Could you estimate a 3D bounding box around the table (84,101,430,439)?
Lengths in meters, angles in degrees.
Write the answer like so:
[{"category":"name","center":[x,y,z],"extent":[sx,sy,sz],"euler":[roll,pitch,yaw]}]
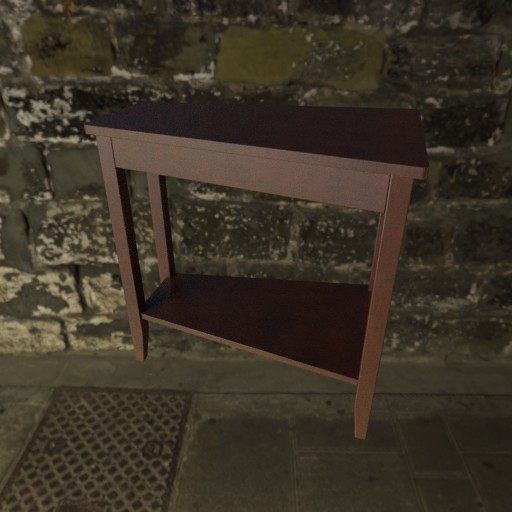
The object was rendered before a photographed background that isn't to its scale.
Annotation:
[{"category":"table","center":[0.000,0.000,0.986],"extent":[0.605,0.589,0.399],"euler":[8,31,14]}]
